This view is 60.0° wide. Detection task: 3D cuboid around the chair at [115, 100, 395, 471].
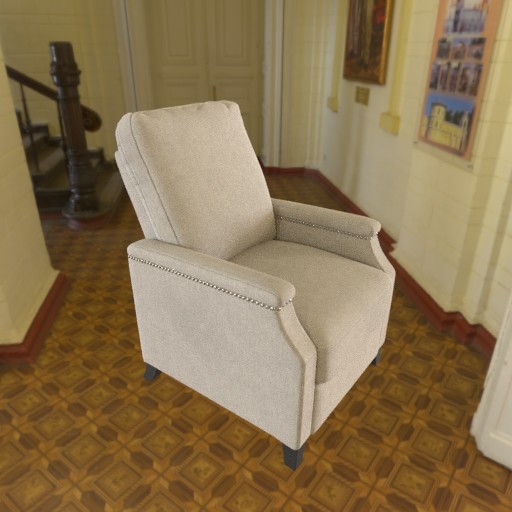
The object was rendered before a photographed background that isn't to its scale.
[{"bbox_3d":[0.000,0.000,1.682,0.922,1.049,0.710,18,31,33],"label":"chair"}]
